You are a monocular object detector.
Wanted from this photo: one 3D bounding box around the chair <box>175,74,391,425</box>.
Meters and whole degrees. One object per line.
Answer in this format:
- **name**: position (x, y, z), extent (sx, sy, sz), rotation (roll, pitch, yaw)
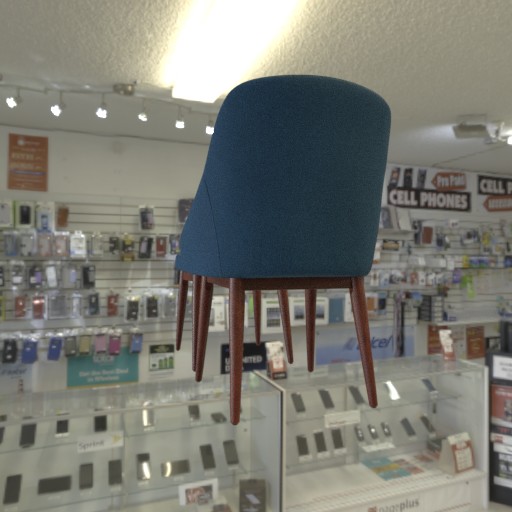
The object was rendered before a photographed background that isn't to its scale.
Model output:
- **chair**: position (0.000, 0.000, 1.601), extent (0.584, 0.866, 1.114), rotation (0, -1, -19)
